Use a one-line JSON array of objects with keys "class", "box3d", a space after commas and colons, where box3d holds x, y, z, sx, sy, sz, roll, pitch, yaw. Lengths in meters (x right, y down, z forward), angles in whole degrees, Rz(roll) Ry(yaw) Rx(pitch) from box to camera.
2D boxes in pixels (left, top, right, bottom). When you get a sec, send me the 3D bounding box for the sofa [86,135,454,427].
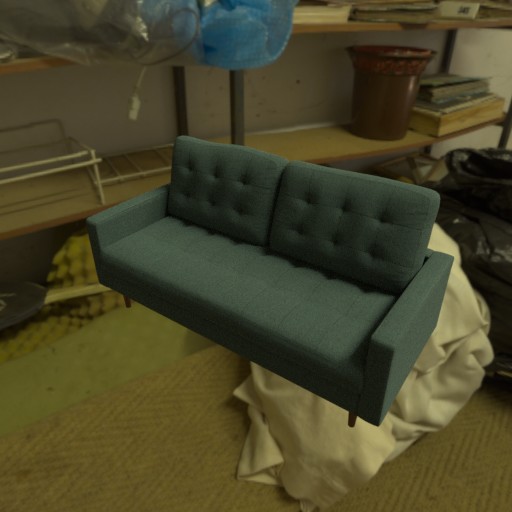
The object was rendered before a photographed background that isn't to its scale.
[{"class": "sofa", "box3d": [0.000, 0.000, 2.649, 2.010, 1.050, 0.966, 20, 36, 30]}]
